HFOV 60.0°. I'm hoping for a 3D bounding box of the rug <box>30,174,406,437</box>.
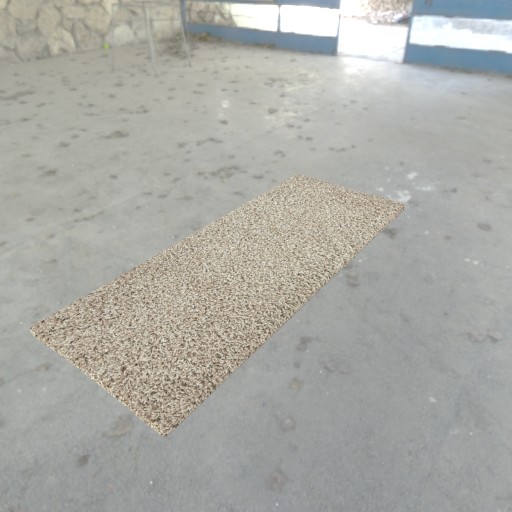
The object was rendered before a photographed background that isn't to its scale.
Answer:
[{"bbox_3d":[0.000,0.000,1.723,0.609,0.030,1.524,23,40,30],"label":"rug"}]
